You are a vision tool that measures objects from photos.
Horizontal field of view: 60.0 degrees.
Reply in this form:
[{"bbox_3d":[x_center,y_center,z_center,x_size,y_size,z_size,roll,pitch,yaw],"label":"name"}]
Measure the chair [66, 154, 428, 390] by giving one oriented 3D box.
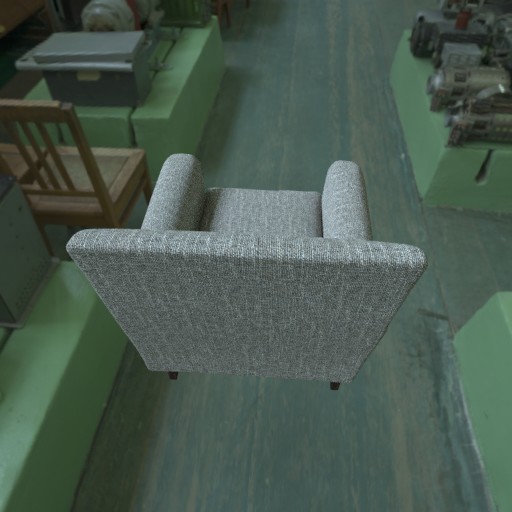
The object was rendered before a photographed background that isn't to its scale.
[{"bbox_3d":[0.000,0.000,1.661,0.864,0.928,0.873,3,47,3],"label":"chair"}]
